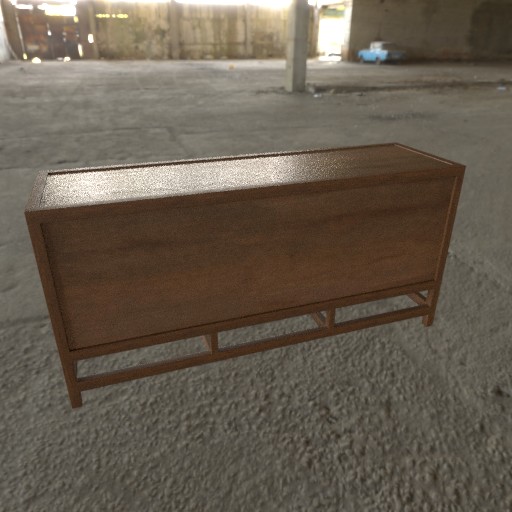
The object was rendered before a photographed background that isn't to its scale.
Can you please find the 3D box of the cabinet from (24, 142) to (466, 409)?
[{"bbox_3d":[0.000,0.000,2.030,1.708,0.820,0.522,-9,27,-17],"label":"cabinet"}]
